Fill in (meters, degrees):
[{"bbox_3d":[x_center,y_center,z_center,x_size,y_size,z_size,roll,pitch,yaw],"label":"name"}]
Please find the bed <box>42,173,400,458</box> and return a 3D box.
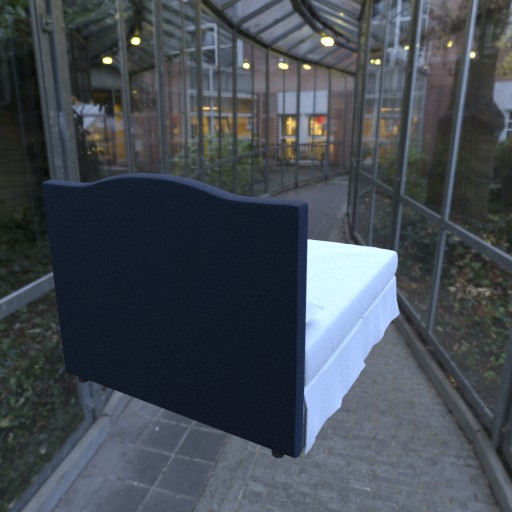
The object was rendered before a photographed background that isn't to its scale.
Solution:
[{"bbox_3d":[0.000,0.000,3.399,1.821,1.436,2.282,9,18,28],"label":"bed"}]
